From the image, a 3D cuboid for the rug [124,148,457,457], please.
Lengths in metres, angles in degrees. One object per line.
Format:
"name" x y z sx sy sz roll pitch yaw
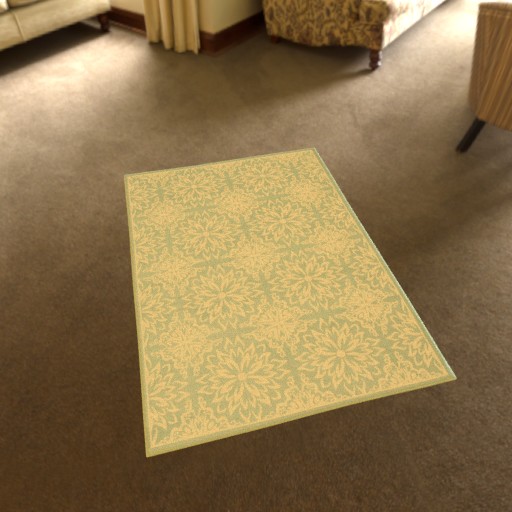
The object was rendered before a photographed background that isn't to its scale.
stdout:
"rug" 0.000 0.000 2.889 1.589 0.014 2.205 -10 47 -10
